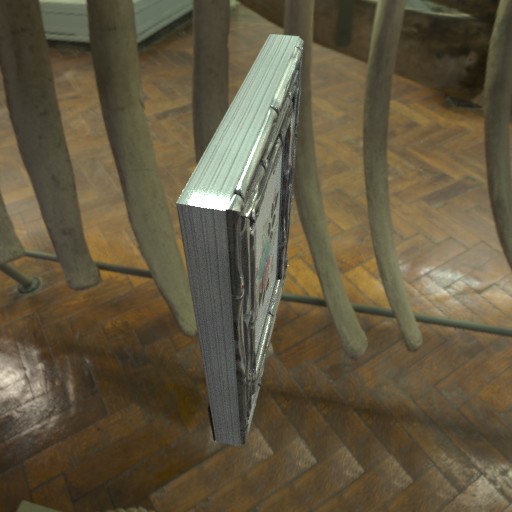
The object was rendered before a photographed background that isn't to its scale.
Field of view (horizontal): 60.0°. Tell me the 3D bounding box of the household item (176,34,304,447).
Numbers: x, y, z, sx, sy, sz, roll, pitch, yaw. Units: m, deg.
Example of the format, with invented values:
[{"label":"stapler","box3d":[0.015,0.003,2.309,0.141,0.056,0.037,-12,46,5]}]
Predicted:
[{"label":"household item","box3d":[0.000,0.000,0.289,0.025,0.216,0.165,9,47,9]}]
